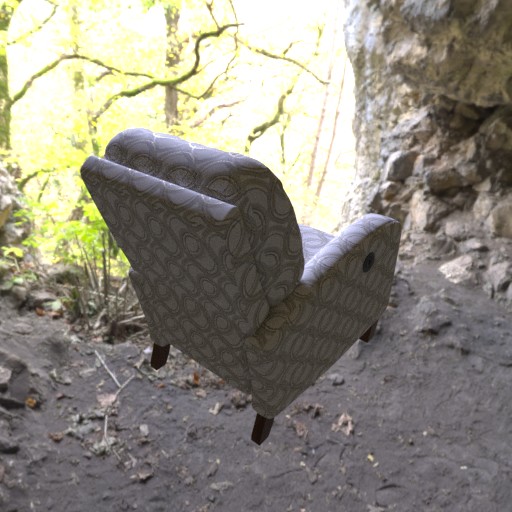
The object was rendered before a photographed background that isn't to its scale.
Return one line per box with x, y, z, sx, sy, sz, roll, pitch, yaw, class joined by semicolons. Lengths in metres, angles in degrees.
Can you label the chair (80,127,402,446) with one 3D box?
0.000;0.000;1.772;0.796;1.065;0.995;23;38;34;chair
